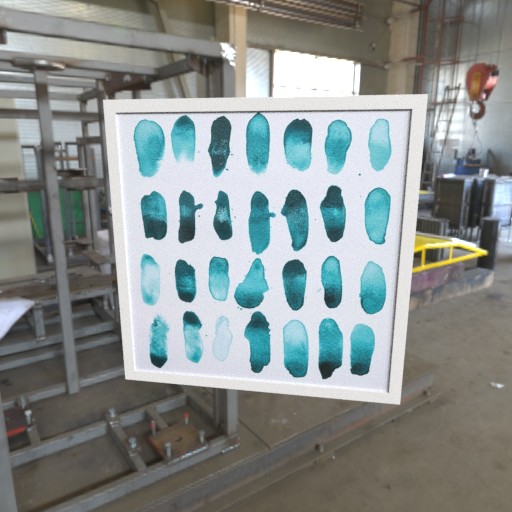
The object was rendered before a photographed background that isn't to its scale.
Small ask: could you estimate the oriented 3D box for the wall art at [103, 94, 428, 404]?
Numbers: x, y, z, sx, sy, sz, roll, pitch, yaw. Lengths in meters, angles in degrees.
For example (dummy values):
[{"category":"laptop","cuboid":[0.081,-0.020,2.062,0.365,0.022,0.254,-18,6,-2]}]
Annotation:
[{"category":"wall art","cuboid":[0.000,0.000,0.826,0.558,0.559,0.009,2,14,9]}]
